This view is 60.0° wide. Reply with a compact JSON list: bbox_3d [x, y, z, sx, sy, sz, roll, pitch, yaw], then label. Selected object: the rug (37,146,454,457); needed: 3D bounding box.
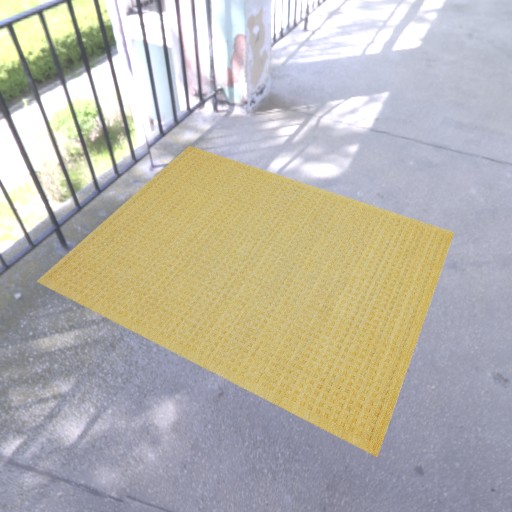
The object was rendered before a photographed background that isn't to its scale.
[{"bbox_3d":[0.000,0.000,4.295,3.242,0.015,2.486,22,51,19],"label":"rug"}]
